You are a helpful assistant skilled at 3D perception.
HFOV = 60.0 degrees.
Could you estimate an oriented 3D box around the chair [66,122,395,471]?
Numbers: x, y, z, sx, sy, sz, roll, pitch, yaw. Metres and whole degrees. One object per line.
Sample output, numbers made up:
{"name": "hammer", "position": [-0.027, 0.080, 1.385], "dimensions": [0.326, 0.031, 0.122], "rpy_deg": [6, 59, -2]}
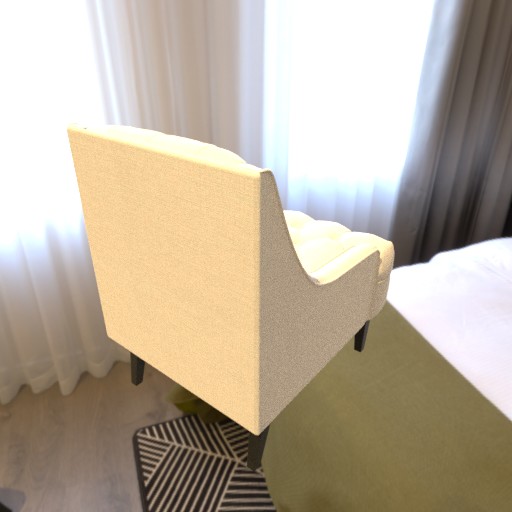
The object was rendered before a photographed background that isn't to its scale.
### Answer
{"name": "chair", "position": [0.000, 0.000, 1.415], "dimensions": [0.658, 0.891, 0.772], "rpy_deg": [21, 35, 33]}
